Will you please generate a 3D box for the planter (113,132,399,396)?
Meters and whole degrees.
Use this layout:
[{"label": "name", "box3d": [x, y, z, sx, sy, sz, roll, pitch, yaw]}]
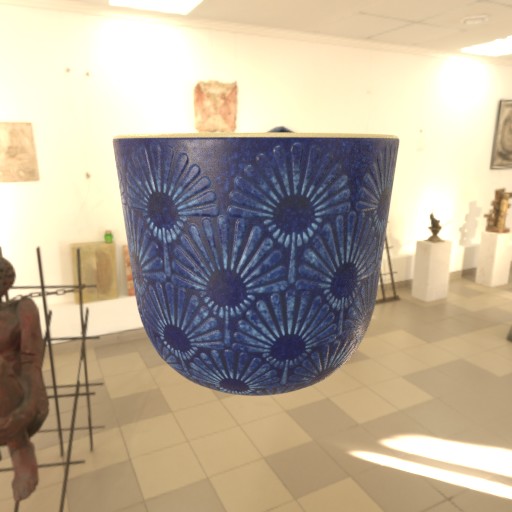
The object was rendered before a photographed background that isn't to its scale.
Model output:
[{"label": "planter", "box3d": [0.000, 0.000, 0.292, 0.170, 0.153, 0.170, 0, 14, 0]}]
